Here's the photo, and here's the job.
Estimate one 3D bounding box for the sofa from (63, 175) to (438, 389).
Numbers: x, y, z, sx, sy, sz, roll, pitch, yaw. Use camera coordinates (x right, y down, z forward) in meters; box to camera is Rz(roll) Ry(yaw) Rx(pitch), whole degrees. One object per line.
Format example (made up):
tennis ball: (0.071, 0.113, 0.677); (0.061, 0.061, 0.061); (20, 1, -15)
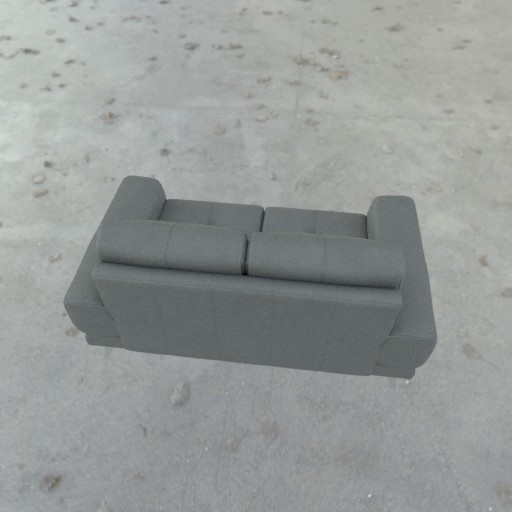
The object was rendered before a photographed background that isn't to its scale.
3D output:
sofa: (0.000, 0.000, 2.435); (1.806, 0.907, 1.018); (5, 48, 5)
